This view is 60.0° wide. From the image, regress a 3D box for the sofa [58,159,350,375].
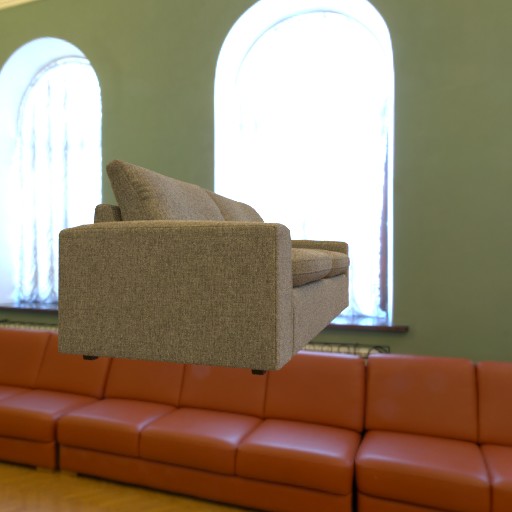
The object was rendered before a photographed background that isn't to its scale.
[{"bbox_3d":[0.000,0.000,2.827,1.040,0.922,2.299,0,0,18],"label":"sofa"}]
